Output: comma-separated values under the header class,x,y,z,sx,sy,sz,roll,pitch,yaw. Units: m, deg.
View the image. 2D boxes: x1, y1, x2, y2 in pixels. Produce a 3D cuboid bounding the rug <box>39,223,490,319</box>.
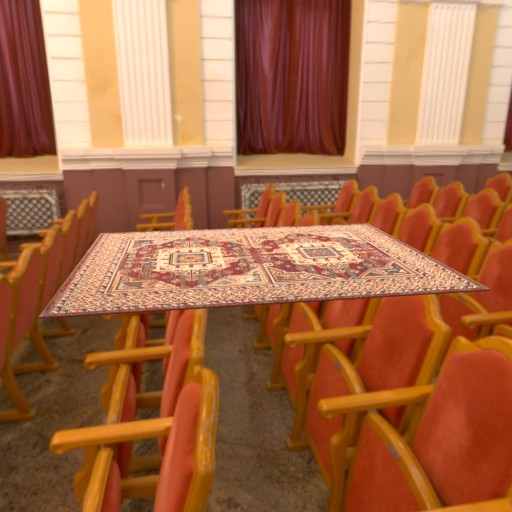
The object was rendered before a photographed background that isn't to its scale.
class,x,y,z,sx,sy,sz,roll,pitch,yaw
rug,0.000,0.000,2.891,2.210,0.011,1.599,-3,17,-9
